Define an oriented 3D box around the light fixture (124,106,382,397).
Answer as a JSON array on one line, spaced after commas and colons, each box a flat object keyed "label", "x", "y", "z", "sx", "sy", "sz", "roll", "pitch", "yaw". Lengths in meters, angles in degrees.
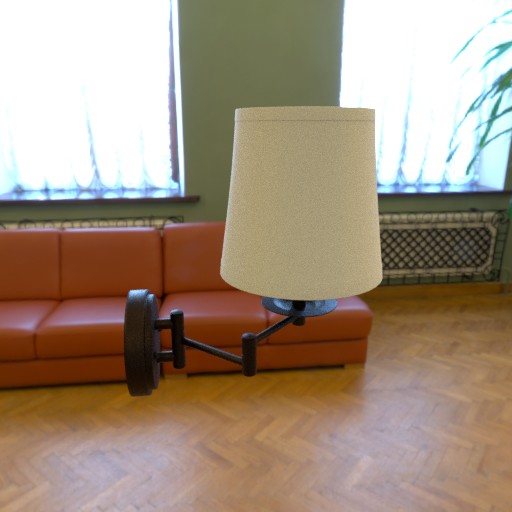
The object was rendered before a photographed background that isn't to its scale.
[{"label": "light fixture", "x": 0.000, "y": 0.000, "z": 0.273, "sx": 0.157, "sy": 0.172, "sz": 0.100, "roll": -2, "pitch": 16, "yaw": -8}]
